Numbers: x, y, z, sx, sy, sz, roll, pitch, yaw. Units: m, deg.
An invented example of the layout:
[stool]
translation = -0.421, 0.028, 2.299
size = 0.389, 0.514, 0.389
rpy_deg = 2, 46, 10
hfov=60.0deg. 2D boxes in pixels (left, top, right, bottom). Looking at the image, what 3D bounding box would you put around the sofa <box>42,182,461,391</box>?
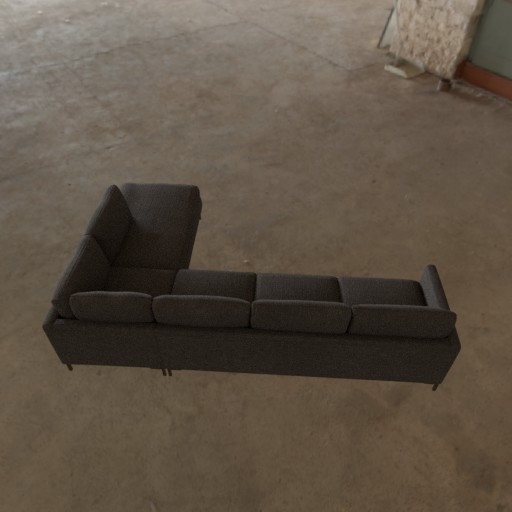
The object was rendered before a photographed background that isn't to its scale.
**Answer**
[sofa]
translation = 0.000, 0.000, 3.876
size = 2.949, 0.815, 2.007
rpy_deg = 2, 45, 3
